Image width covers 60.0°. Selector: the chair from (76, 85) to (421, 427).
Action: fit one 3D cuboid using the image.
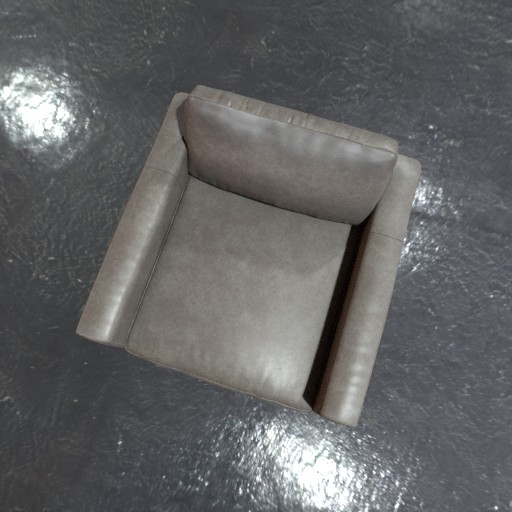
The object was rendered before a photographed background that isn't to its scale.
[{"bbox_3d":[0.000,0.000,1.839,1.106,0.807,1.080,17,76,4],"label":"chair"}]
